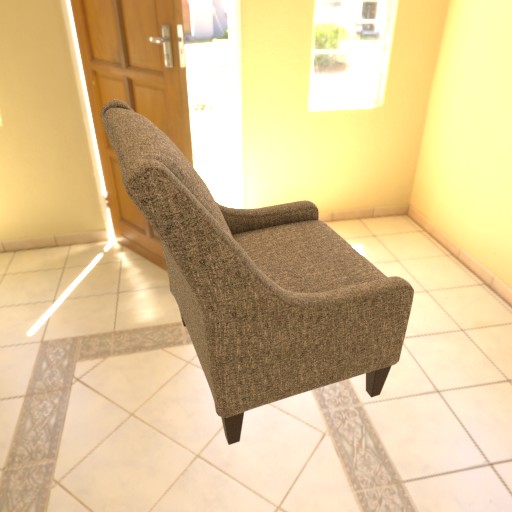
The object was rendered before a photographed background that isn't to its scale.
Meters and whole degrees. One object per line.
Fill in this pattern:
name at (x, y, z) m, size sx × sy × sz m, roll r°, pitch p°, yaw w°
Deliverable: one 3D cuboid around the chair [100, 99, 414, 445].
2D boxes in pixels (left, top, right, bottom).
chair at (0.000, 0.000, 1.604) m, size 0.870 × 1.014 × 0.774 m, roll -11°, pitch 33°, yaw -18°
